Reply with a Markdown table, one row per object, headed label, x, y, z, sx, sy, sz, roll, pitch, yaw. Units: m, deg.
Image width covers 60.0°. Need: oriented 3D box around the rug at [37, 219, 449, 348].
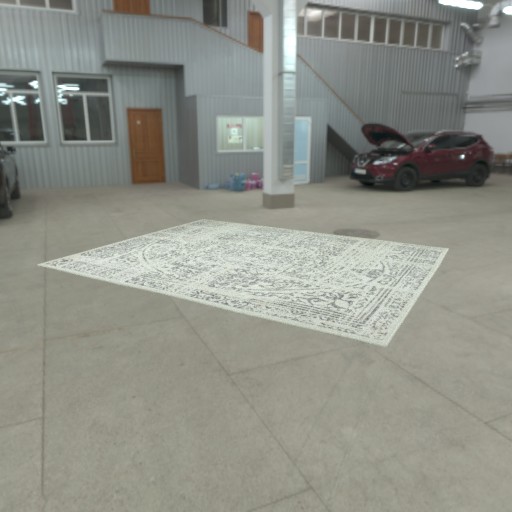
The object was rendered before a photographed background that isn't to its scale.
| label | x | y | z | sx | sy | sz | roll | pitch | yaw |
| --- | --- | --- | --- | --- | --- | --- | --- | --- | --- |
| rug | 0.000 | 0.000 | 3.961 | 2.921 | 0.032 | 2.311 | 9 | 18 | 29 |
